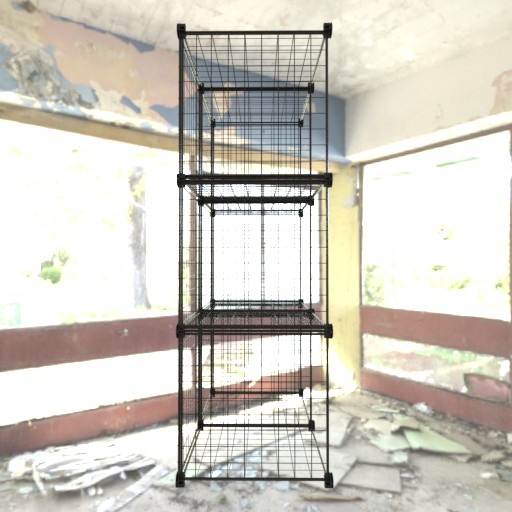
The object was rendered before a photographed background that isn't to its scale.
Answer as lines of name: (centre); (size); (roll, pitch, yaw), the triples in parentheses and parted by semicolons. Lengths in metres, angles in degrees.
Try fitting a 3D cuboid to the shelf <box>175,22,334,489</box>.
shelf: (0.000, 0.000, 1.358); (0.356, 1.067, 0.711); (0, -1, 1)
